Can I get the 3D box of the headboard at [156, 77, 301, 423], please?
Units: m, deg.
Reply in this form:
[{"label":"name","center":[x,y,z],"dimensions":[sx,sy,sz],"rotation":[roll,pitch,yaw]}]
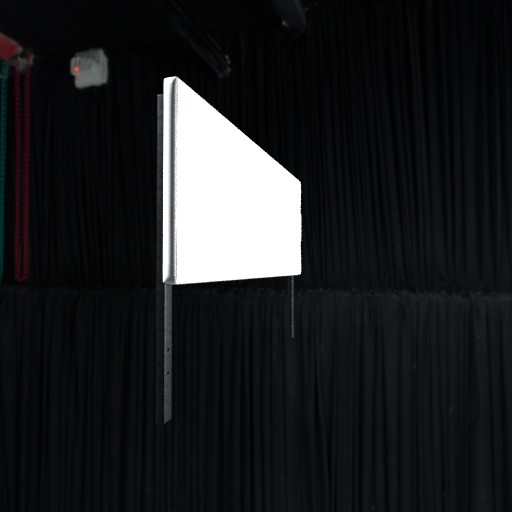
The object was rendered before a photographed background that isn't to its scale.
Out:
[{"label":"headboard","center":[0.000,0.000,2.901],"dimensions":[0.120,1.410,2.362],"rotation":[0,-1,18]}]
